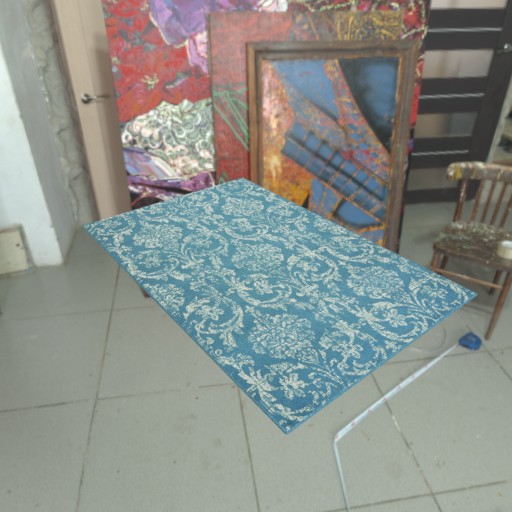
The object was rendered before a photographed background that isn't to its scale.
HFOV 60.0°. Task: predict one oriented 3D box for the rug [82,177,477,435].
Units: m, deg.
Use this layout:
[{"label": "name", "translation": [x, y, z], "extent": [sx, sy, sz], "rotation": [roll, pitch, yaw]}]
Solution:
[{"label": "rug", "translation": [0.000, 0.000, 3.556], "extent": [1.816, 0.018, 2.746], "rotation": [-23, 39, -32]}]
